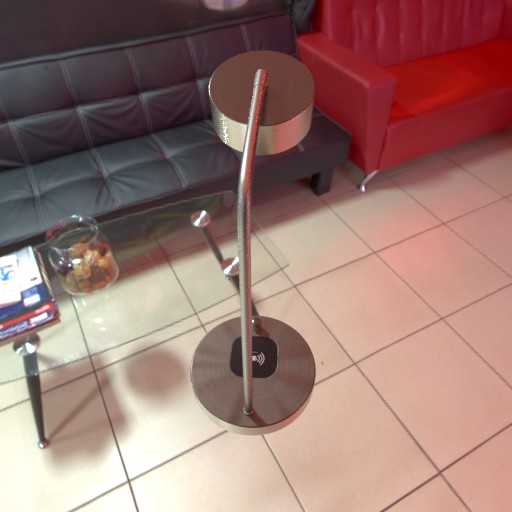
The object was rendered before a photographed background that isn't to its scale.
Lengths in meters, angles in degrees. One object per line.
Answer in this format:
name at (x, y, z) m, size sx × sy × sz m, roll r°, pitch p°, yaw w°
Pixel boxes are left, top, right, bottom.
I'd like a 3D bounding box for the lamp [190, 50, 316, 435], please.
lamp at (0.000, 0.000, 0.644) m, size 0.211 × 0.469 × 0.334 m, roll 3°, pitch 46°, yaw 3°
